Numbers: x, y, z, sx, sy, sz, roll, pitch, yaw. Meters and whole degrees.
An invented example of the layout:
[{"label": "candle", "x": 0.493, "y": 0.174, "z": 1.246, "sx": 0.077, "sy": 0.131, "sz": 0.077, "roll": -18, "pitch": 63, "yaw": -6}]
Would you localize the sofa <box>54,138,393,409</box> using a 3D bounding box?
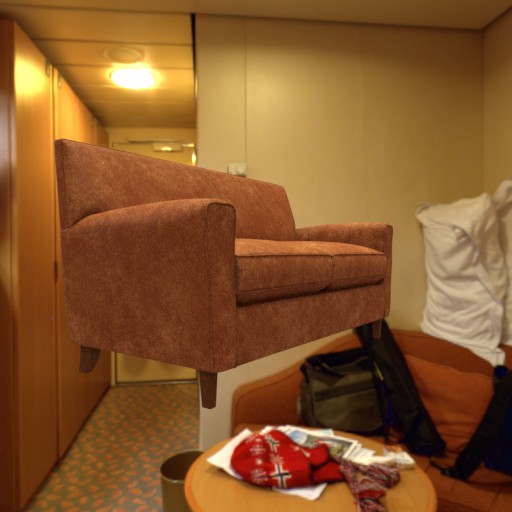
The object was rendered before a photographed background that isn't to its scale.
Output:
[{"label": "sofa", "x": 0.000, "y": 0.000, "z": 2.002, "sx": 0.787, "sy": 0.871, "sz": 1.473, "roll": 0, "pitch": 1, "yaw": 37}]
